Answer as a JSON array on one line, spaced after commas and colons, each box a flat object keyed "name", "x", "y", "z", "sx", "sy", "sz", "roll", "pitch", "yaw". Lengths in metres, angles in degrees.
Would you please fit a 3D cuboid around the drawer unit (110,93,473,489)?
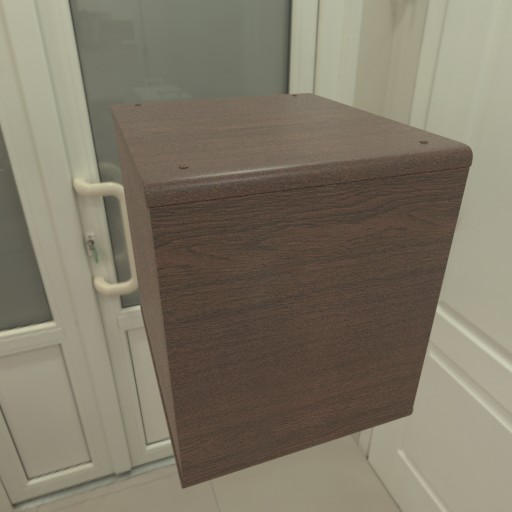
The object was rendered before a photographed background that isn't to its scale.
[{"name": "drawer unit", "x": 0.000, "y": 0.000, "z": 0.572, "sx": 0.290, "sy": 0.344, "sz": 0.344, "roll": -10, "pitch": 30, "yaw": -17}]
